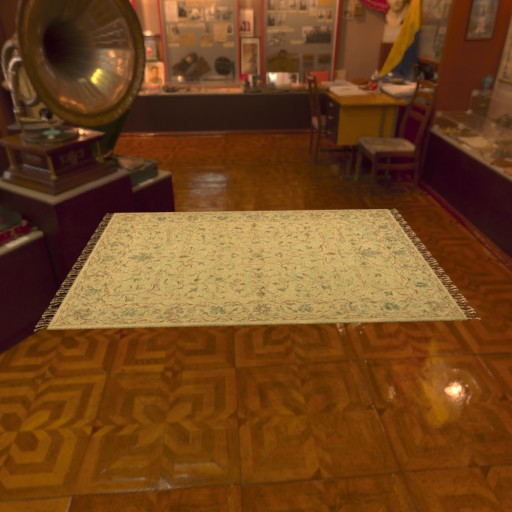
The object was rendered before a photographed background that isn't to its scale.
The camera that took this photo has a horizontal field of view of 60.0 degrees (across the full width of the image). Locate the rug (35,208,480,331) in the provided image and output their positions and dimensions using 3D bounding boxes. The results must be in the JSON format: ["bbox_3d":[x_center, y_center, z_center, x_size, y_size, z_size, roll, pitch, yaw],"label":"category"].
[{"bbox_3d":[0.000,0.000,3.063,2.435,0.010,1.544,-1,30,-2],"label":"rug"}]
